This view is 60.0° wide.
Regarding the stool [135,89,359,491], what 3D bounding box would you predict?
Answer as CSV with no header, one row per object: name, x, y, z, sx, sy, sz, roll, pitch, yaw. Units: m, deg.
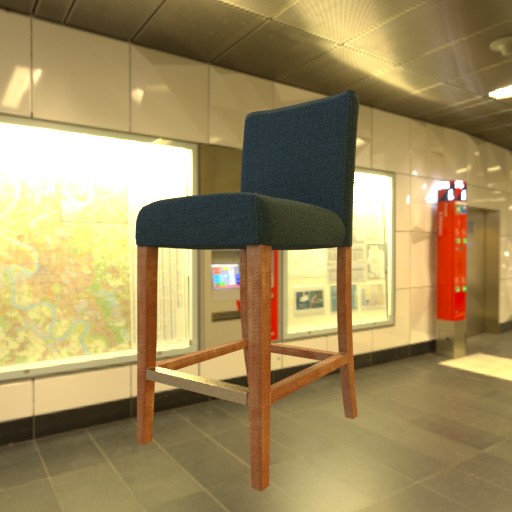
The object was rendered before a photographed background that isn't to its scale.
stool,0.000,0.000,1.317,0.454,1.039,0.567,0,1,36
